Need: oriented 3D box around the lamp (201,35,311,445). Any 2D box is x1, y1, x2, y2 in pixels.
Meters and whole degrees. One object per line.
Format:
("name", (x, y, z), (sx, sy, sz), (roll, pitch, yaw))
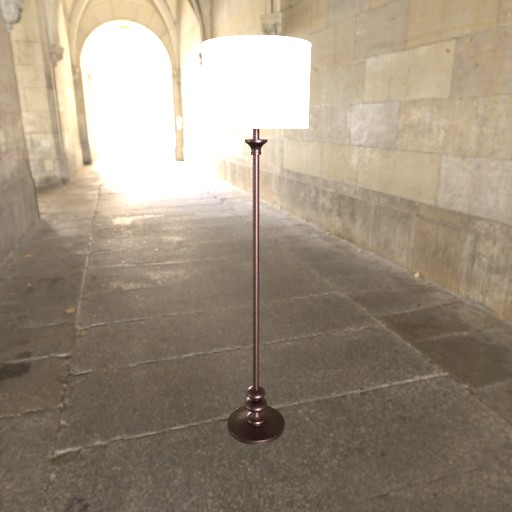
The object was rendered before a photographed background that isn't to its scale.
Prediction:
("lamp", (0.000, 0.000, 1.653), (0.356, 1.487, 0.356), (9, 19, 26))
